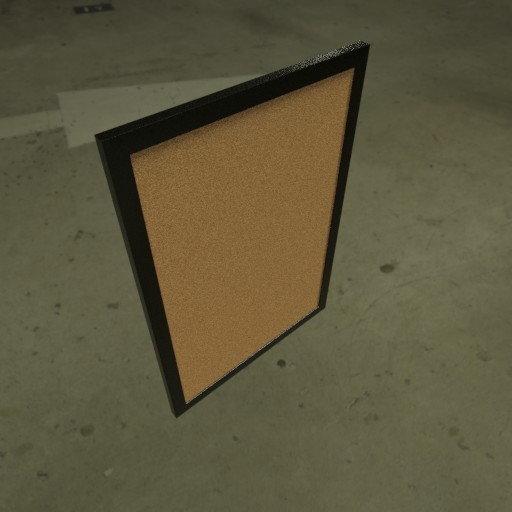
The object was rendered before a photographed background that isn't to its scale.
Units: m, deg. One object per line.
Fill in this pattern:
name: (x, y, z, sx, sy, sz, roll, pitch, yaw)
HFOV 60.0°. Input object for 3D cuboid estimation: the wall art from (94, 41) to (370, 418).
wall art: (0.000, 0.000, 0.544, 0.304, 0.432, 0.013, -31, 52, -28)
